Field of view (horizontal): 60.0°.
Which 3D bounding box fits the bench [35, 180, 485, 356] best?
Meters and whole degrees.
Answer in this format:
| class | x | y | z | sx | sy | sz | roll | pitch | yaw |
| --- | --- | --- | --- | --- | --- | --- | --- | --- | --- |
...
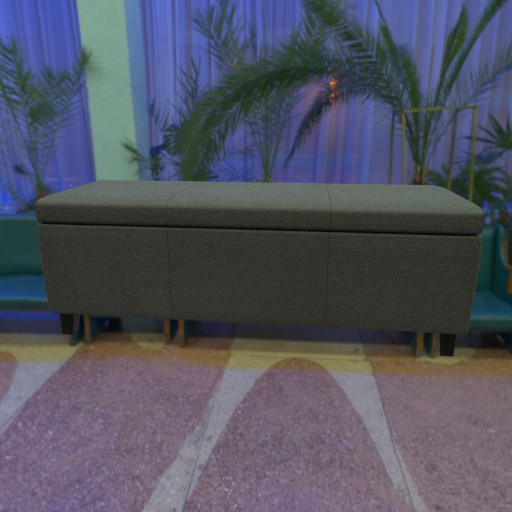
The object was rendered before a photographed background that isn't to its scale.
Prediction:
| class | x | y | z | sx | sy | sz | roll | pitch | yaw |
| --- | --- | --- | --- | --- | --- | --- | --- | --- | --- |
| bench | 0.000 | 0.000 | 1.465 | 1.269 | 0.438 | 0.446 | 2 | 18 | 6 |
